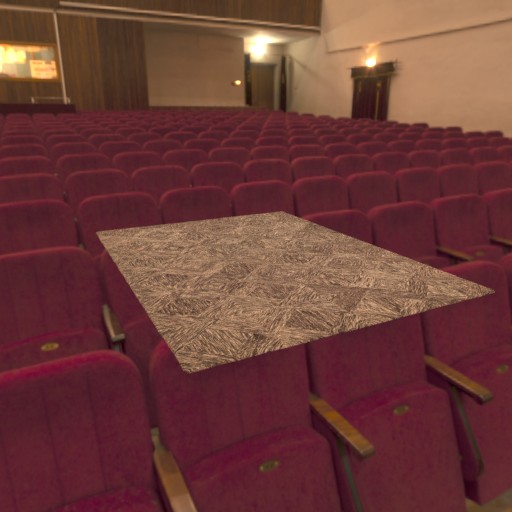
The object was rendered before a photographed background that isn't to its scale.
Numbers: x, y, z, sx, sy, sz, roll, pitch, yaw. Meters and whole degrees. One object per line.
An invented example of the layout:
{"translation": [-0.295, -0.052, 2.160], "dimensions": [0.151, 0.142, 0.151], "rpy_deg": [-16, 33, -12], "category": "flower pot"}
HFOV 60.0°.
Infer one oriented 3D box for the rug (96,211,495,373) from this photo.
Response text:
{"translation": [0.000, 0.000, 4.170], "dimensions": [2.448, 0.017, 3.204], "rpy_deg": [-9, 20, -26], "category": "rug"}
